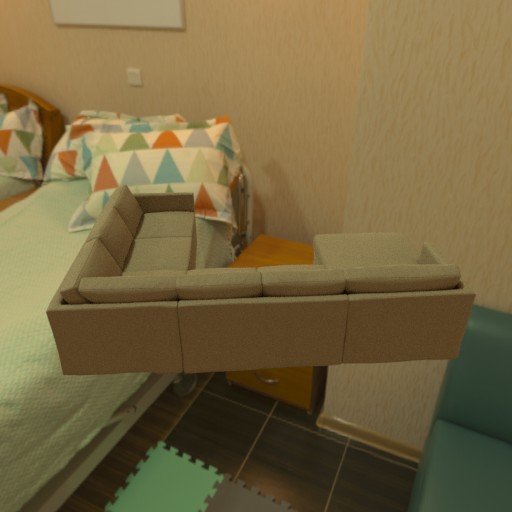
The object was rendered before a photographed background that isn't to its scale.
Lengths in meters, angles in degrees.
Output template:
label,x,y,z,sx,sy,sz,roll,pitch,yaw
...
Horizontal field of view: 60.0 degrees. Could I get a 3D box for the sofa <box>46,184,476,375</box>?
label,x,y,z,sx,sy,sz,roll,pitch,yaw
sofa,0.000,0.000,4.704,3.528,0.878,2.476,-2,30,-3
